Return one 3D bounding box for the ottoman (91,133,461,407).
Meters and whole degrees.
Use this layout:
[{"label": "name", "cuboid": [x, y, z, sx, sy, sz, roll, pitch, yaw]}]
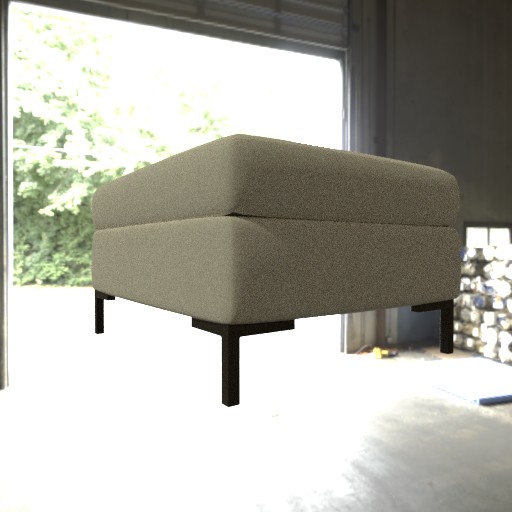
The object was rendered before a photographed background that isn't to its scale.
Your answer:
[{"label": "ottoman", "cuboid": [0.000, 0.000, 1.161, 0.657, 0.453, 0.794, -1, 1, -35]}]
